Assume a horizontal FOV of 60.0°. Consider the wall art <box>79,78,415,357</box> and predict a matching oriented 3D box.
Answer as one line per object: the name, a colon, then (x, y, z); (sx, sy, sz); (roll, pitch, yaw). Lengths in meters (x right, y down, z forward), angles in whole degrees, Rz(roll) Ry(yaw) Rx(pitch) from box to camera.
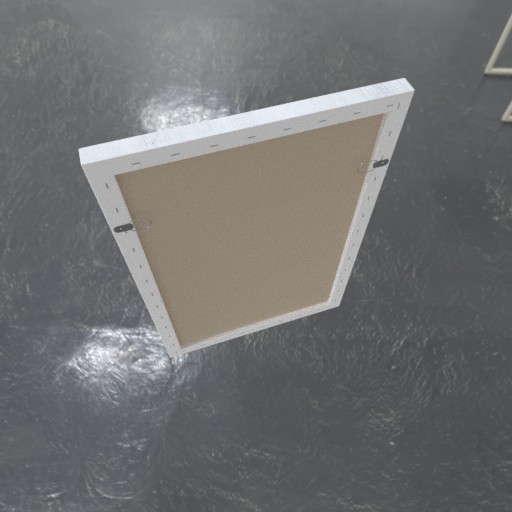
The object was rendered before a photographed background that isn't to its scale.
wall art: (0.000, 0.000, 1.182); (0.624, 0.914, 0.043); (-15, 58, -10)
